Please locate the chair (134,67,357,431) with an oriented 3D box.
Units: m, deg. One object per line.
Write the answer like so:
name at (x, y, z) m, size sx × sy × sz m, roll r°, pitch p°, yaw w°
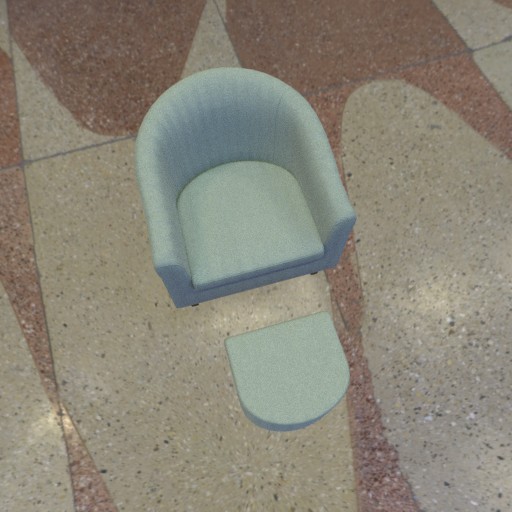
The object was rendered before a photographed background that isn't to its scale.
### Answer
chair at (0.000, 0.000, 1.758) m, size 0.756 × 0.757 × 1.288 m, roll -14°, pitch 65°, yaw -7°
